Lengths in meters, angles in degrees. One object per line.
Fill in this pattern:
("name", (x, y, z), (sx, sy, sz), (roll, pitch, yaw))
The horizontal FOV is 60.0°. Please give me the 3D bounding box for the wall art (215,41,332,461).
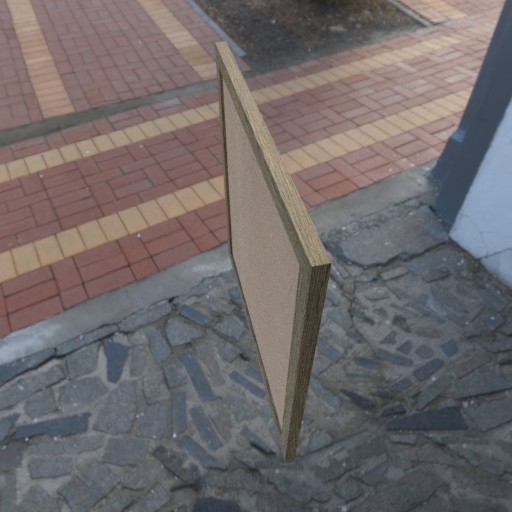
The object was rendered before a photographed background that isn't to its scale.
("wall art", (0.000, 0.000, 0.750), (0.019, 0.508, 0.508), (-10, 48, -9))
